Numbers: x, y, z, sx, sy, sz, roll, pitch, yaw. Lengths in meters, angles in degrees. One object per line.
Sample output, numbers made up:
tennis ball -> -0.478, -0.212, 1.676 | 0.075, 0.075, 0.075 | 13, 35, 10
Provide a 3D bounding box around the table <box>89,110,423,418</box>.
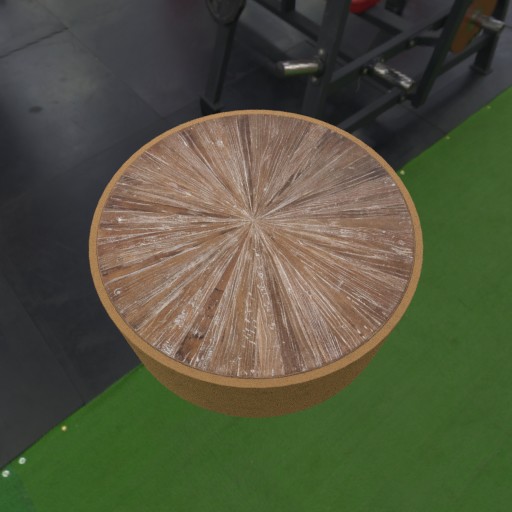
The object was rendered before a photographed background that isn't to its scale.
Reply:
table -> 0.000, 0.000, 1.521 | 1.001, 0.409, 1.001 | 0, 59, 0
